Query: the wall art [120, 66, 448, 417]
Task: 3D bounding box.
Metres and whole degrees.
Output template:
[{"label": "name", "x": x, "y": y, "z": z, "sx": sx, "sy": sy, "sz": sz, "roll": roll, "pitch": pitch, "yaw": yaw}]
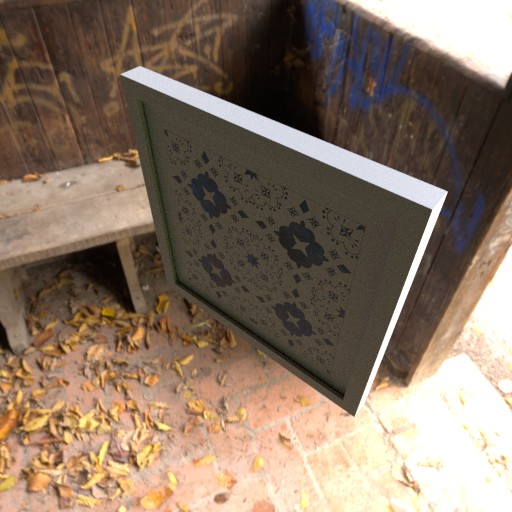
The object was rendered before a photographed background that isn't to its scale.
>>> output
[{"label": "wall art", "x": 0.000, "y": 0.000, "z": 0.536, "sx": 0.355, "sy": 0.355, "sz": 0.027, "roll": 30, "pitch": 53, "yaw": 26}]
